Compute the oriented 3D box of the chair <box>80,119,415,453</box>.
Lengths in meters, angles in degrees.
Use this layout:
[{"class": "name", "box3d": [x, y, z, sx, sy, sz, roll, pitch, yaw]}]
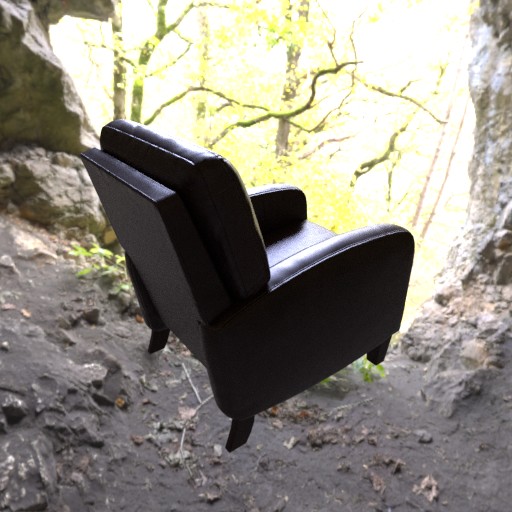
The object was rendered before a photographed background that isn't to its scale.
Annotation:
[{"class": "chair", "box3d": [0.000, 0.000, 1.661, 0.990, 0.990, 0.762, -18, 32, -32]}]
